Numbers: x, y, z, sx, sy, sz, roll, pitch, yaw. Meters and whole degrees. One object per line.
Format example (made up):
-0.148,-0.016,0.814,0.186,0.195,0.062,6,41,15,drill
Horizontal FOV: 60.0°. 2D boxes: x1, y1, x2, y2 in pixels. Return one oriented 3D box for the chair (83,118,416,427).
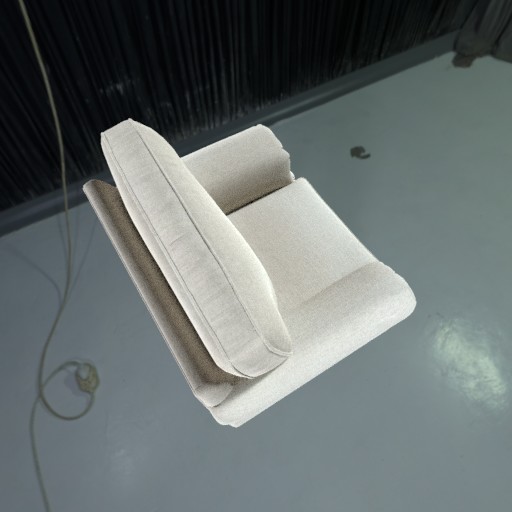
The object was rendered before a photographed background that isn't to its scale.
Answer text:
0.000,0.000,1.826,0.965,0.961,1.092,-28,63,-16,chair
